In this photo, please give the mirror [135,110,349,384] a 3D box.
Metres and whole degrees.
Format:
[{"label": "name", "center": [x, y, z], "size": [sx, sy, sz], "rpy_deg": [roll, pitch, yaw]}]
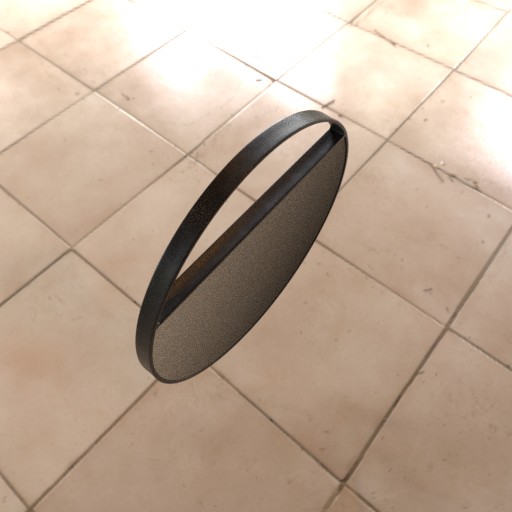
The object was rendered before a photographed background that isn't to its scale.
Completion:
[{"label": "mirror", "center": [0.000, 0.000, 0.841], "size": [0.032, 0.565, 0.565], "rpy_deg": [35, 65, 19]}]
